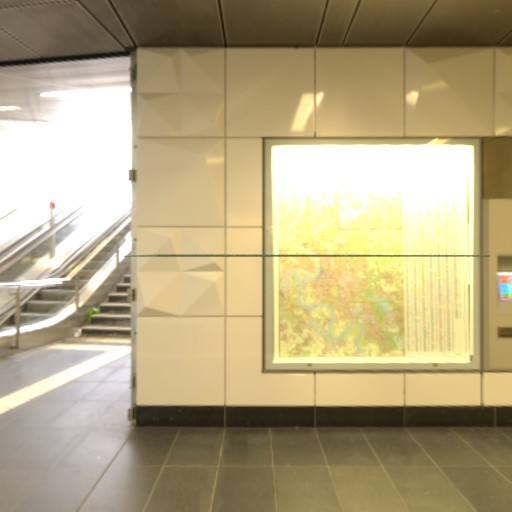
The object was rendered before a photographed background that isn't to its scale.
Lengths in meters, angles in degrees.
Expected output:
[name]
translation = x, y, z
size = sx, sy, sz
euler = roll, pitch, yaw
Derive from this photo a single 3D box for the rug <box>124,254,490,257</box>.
[rug]
translation = 0.000, 0.000, 3.006
size = 1.622, 0.009, 2.373
euler = 0, 0, -20
